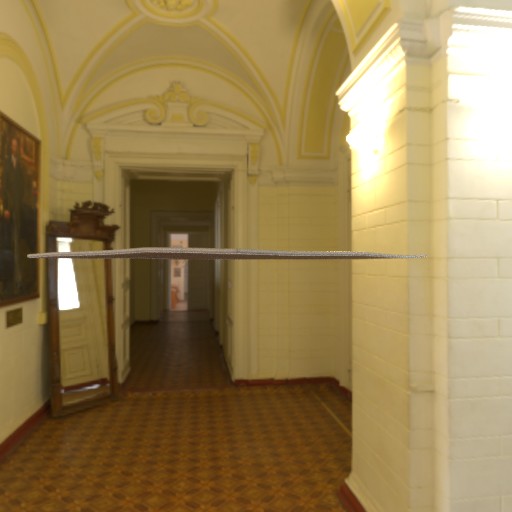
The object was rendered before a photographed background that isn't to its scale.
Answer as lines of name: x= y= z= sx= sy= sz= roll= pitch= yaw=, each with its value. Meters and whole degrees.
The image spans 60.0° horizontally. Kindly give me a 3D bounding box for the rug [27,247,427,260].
rug: x=0.000 y=0.000 z=2.372 sx=1.252 sy=0.034 sz=1.829 roll=-1 pitch=-1 yaw=37
